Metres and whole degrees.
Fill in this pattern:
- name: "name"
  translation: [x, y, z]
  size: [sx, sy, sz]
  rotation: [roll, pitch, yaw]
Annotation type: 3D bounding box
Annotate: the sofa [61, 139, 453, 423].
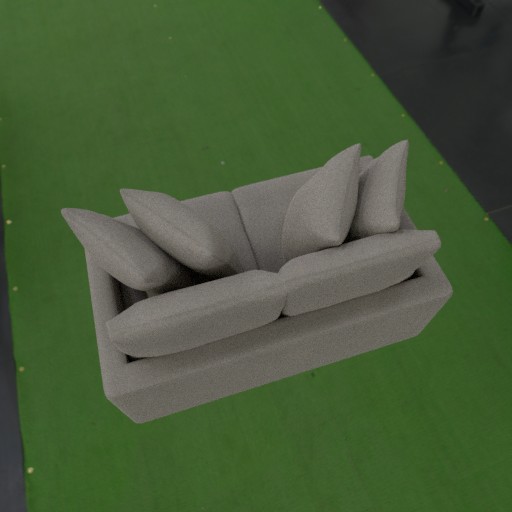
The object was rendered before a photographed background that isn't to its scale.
- name: "sofa"
  translation: [0.000, 0.000, 2.604]
  size: [1.869, 1.080, 1.228]
  rotation: [-15, 60, -9]
